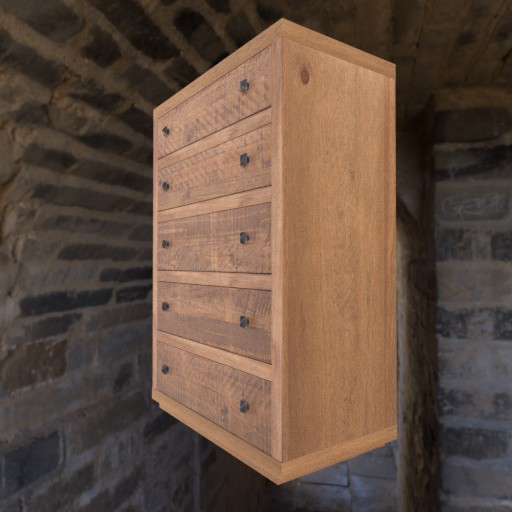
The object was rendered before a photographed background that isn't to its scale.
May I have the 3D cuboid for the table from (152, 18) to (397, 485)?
[{"bbox_3d":[0.000,0.000,1.710,0.524,1.294,0.901,1,-1,-36],"label":"table"}]
